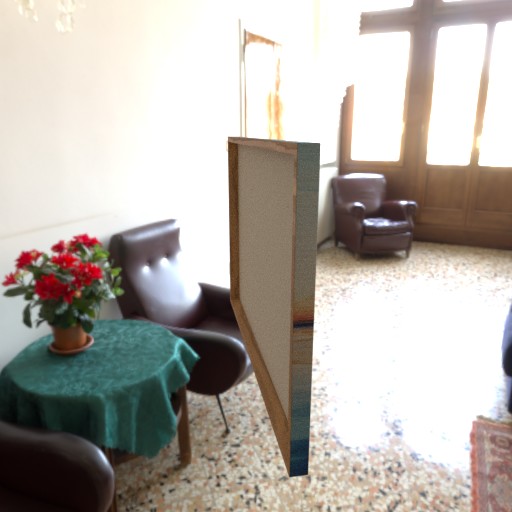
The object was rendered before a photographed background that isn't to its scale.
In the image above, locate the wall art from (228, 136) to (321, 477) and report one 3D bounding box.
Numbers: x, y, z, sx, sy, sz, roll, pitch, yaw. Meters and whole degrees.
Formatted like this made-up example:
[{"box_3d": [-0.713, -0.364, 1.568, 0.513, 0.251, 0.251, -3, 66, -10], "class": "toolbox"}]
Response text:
[{"box_3d": [0.000, 0.000, 1.179, 0.037, 0.605, 0.911, -3, 16, -10], "class": "wall art"}]
